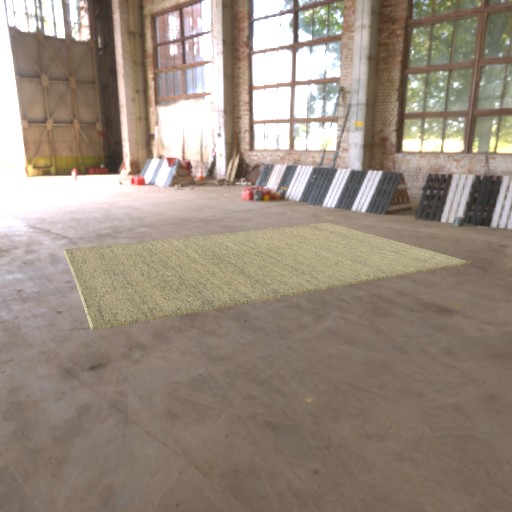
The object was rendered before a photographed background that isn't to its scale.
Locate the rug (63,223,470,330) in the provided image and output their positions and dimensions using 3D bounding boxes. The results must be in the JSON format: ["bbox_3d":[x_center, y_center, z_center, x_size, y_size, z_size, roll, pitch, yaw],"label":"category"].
[{"bbox_3d":[0.000,0.000,2.404,1.846,0.014,1.243,-7,16,-26],"label":"rug"}]
